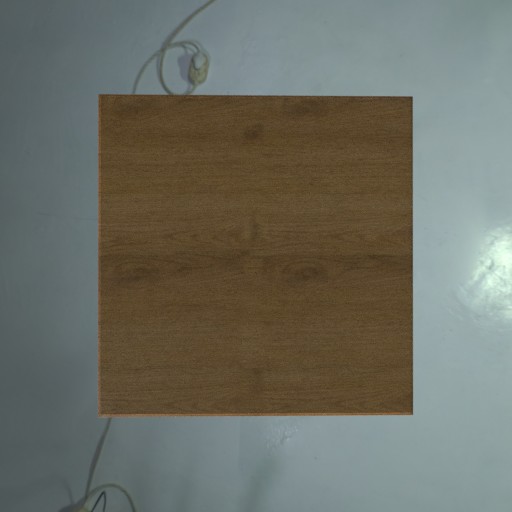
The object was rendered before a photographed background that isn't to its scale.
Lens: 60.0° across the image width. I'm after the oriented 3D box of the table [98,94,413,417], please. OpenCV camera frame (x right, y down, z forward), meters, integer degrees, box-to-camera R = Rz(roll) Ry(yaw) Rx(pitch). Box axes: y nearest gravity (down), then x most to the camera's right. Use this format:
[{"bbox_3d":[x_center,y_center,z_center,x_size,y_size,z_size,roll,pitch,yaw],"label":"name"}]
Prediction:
[{"bbox_3d":[0.000,0.000,1.142,0.612,0.593,0.616,0,90,-1],"label":"table"}]
